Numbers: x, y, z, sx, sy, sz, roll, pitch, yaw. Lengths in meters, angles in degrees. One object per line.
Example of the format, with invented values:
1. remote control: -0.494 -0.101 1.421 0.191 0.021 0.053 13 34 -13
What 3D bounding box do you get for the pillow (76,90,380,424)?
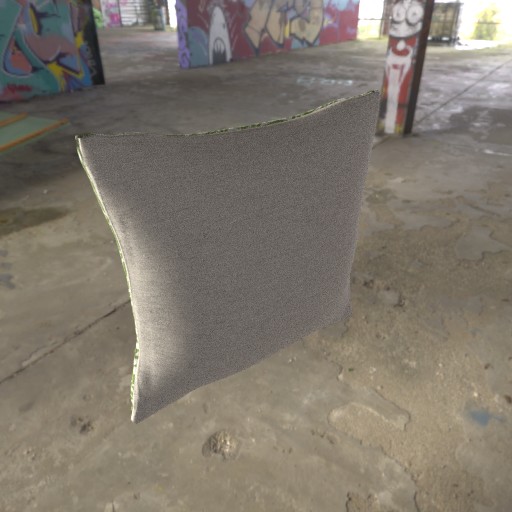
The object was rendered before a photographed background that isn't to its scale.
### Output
1. pillow: 0.000 0.000 0.646 0.440 0.419 0.162 -19 36 -29
